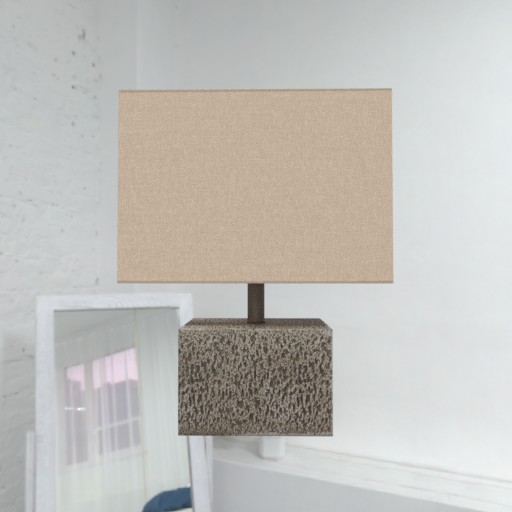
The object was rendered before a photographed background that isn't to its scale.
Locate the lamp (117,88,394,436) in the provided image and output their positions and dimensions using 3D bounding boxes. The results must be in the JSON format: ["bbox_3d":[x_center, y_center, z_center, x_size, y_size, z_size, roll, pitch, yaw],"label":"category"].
[{"bbox_3d":[0.000,0.000,0.561,0.294,0.411,0.180,0,-1,1],"label":"lamp"}]
